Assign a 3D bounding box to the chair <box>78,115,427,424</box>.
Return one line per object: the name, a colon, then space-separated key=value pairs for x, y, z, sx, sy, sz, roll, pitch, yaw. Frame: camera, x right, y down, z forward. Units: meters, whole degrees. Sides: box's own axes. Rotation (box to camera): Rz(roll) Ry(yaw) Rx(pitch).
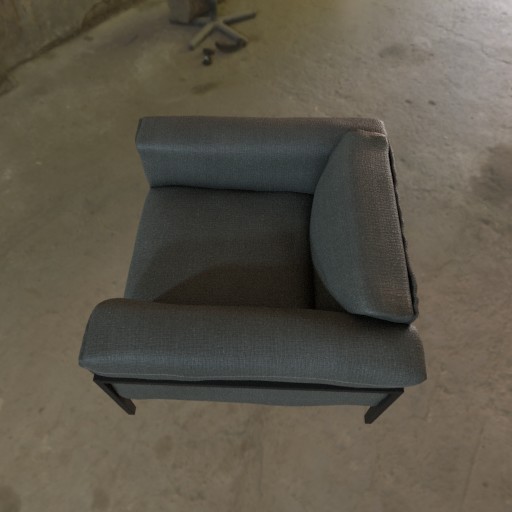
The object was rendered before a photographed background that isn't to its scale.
chair: x=0.000 y=0.000 z=1.651 sx=0.969 sy=0.646 sz=1.056 roll=2 pitch=58 yaw=1
